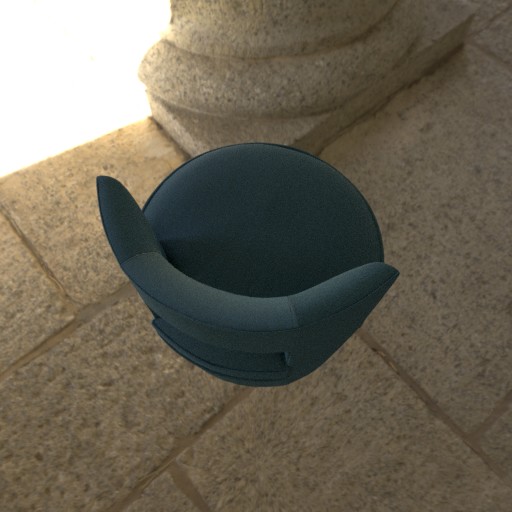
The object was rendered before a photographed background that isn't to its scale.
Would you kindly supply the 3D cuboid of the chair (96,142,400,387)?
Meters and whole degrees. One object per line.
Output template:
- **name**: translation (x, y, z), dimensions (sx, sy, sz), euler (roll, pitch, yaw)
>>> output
- **chair**: translation (0.000, 0.000, 1.229), dimensions (0.684, 0.711, 0.660), euler (18, 66, 8)
